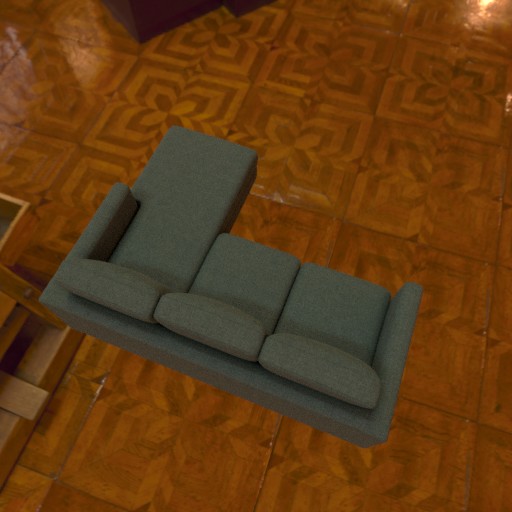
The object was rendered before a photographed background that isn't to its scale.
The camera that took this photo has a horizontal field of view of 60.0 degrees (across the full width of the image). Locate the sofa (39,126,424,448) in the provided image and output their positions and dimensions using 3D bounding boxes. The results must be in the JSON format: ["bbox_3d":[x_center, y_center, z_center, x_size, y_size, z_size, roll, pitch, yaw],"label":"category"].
[{"bbox_3d":[0.000,0.000,2.911,2.055,0.957,1.667,19,65,10],"label":"sofa"}]
